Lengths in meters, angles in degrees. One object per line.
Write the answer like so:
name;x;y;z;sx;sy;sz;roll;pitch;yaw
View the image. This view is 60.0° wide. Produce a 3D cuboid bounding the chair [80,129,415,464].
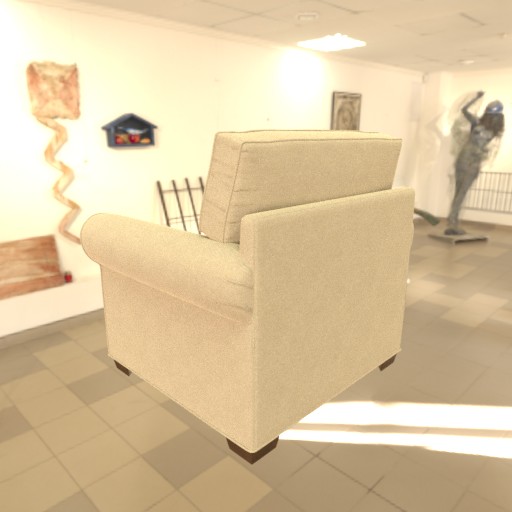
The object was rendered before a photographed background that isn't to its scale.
chair;0.000;0.000;1.746;0.863;0.955;1.040;15;21;43
